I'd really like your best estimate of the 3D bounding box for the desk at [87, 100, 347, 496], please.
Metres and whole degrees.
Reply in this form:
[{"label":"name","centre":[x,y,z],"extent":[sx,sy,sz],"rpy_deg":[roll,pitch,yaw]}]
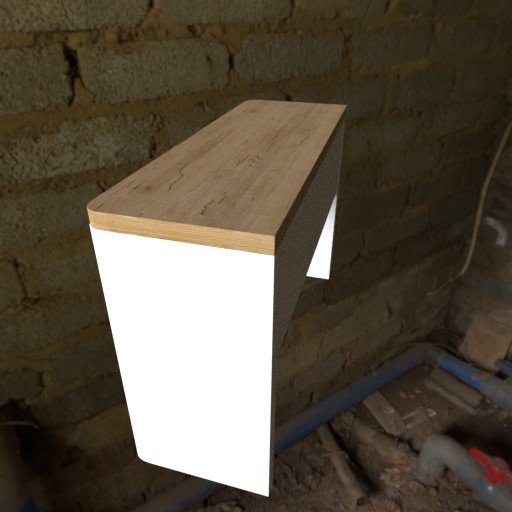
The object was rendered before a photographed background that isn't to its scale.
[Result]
[{"label":"desk","centre":[0.000,0.000,1.449],"extent":[0.390,0.760,1.100],"rpy_deg":[8,31,14]}]
